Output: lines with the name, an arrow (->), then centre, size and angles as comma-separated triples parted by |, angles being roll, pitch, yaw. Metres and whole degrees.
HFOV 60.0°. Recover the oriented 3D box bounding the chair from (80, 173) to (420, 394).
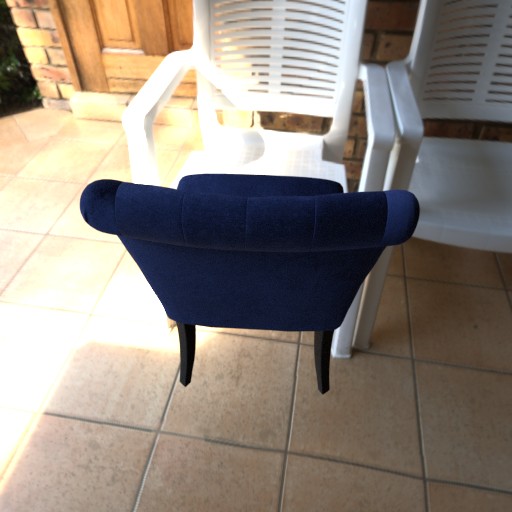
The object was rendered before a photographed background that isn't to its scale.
chair -> 0.000, 0.000, 1.175 | 0.585, 0.753, 0.606 | 3, 45, 3
